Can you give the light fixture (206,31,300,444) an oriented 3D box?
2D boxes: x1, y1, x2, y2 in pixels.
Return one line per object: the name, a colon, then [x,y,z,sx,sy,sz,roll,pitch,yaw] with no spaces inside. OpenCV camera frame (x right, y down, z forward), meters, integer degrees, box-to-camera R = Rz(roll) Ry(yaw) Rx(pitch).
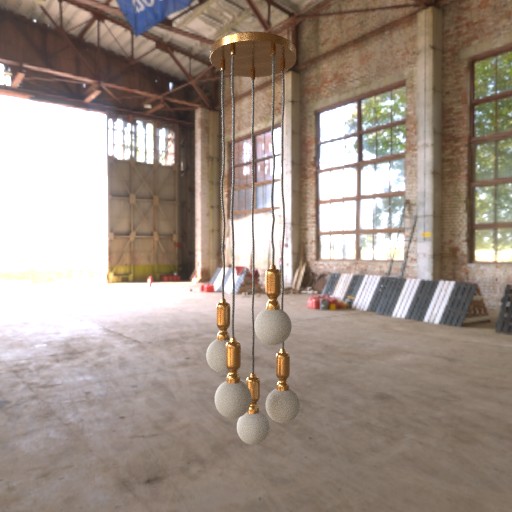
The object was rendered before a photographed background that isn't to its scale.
light fixture: [0.000,0.000,0.501,0.105,0.457,0.108,0,1,-18]
